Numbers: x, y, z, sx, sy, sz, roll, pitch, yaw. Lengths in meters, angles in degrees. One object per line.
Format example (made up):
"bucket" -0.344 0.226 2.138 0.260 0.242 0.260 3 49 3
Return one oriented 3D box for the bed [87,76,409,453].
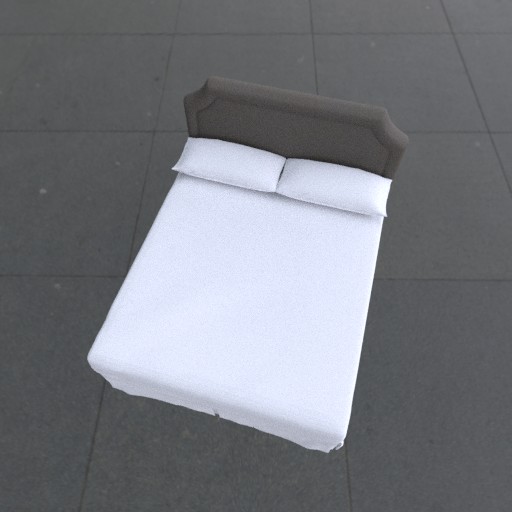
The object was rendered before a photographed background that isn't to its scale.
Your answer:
"bed" 0.000 0.000 3.862 2.194 1.561 2.536 14 59 8
